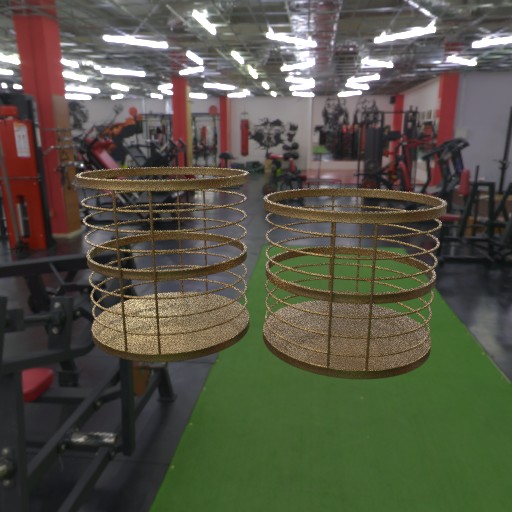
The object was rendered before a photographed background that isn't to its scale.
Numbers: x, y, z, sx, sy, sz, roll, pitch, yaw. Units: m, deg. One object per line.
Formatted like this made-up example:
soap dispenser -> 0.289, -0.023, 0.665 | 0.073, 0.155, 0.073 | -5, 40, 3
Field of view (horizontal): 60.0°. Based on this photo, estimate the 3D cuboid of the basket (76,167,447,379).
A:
basket -> 0.000, 0.000, 0.957 | 0.746, 0.351, 0.356 | 2, 15, 9
